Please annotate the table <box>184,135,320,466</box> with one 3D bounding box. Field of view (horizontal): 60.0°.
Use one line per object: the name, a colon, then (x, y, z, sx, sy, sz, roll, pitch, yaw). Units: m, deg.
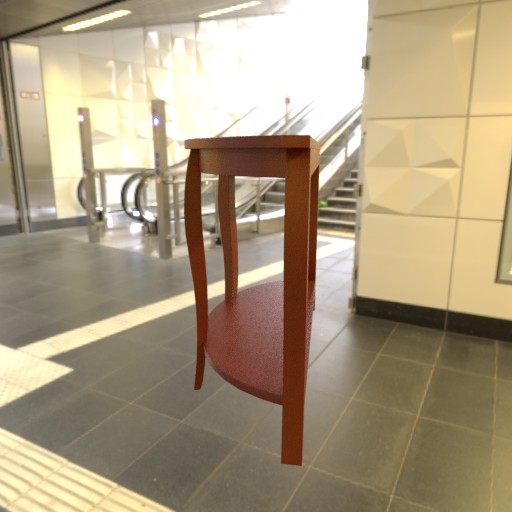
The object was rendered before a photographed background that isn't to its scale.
table: (0.000, 0.000, 1.561, 0.405, 0.779, 1.219, 2, 13, 9)
